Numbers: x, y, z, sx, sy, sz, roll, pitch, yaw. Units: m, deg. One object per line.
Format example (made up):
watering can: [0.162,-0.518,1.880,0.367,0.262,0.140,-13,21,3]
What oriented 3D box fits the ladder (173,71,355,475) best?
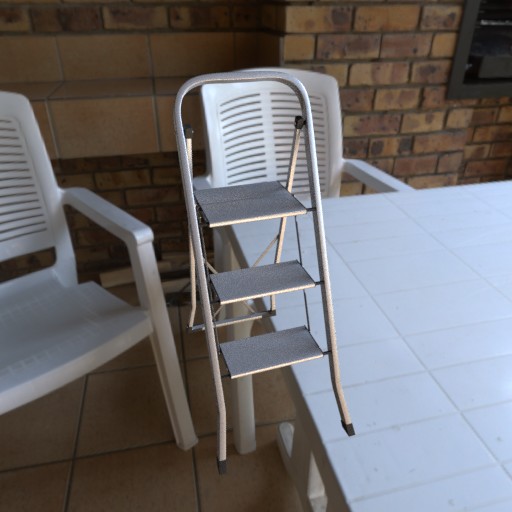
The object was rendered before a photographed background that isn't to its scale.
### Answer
ladder: [0.000,0.000,1.430,0.465,1.070,0.704,-9,31,-16]
